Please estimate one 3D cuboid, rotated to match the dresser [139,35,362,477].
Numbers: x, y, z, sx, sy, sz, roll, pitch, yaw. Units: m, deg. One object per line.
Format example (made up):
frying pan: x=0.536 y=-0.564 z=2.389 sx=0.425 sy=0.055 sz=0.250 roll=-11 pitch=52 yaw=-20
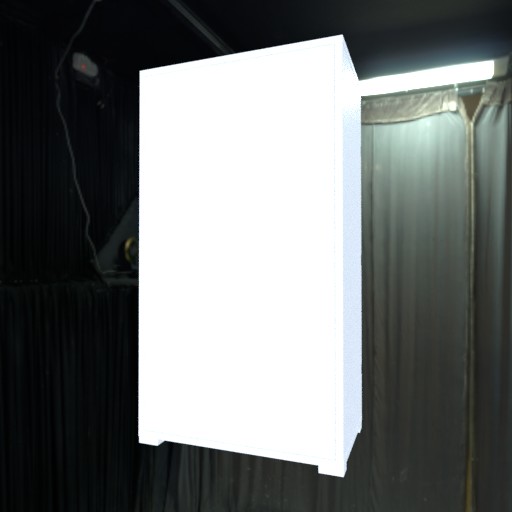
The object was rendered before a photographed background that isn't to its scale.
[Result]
dresser: x=0.000 y=0.000 z=1.492 sx=0.650 sy=1.190 sz=0.400 roll=0 pitch=-1 yaw=21
